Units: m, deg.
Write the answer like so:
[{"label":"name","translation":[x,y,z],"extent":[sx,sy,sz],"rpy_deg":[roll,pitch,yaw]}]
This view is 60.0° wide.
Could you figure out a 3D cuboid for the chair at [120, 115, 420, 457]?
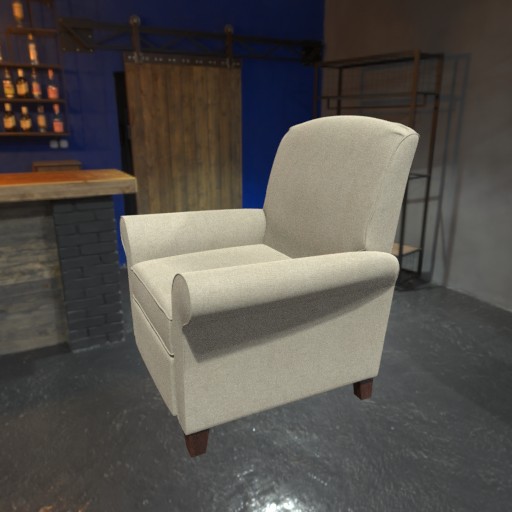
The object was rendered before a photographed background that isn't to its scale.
[{"label":"chair","translation":[0.000,0.000,1.754],"extent":[0.905,1.061,0.978],"rpy_deg":[-8,19,-25]}]
